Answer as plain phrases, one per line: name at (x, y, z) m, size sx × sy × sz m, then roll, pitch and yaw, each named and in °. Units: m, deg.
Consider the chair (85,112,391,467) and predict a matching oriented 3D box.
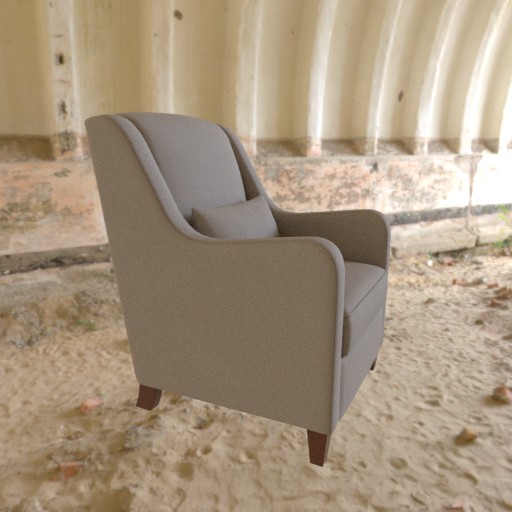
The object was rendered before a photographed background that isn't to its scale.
chair at (0.000, 0.000, 1.607) m, size 0.863 × 1.010 × 0.715 m, roll 7°, pitch 15°, yaw 26°
